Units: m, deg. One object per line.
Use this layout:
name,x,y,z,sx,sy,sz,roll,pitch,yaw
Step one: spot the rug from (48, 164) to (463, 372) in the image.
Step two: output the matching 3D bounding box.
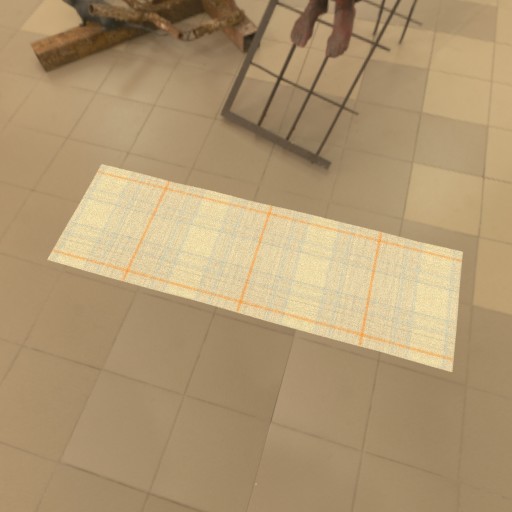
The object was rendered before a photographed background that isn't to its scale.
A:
rug,0.000,0.000,2.729,2.442,0.016,0.770,15,64,7
